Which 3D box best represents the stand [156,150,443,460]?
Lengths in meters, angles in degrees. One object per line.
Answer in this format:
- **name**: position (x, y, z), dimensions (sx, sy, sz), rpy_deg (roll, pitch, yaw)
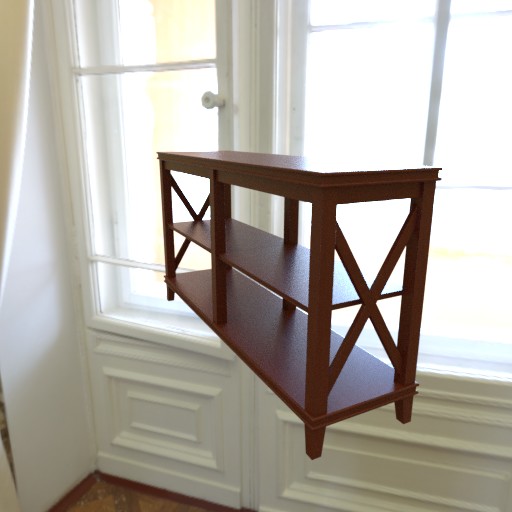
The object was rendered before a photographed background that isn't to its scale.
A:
- **stand**: position (0.000, 0.000, 1.748), dimensions (0.381, 0.762, 1.372), rpy_deg (-8, 17, -26)
